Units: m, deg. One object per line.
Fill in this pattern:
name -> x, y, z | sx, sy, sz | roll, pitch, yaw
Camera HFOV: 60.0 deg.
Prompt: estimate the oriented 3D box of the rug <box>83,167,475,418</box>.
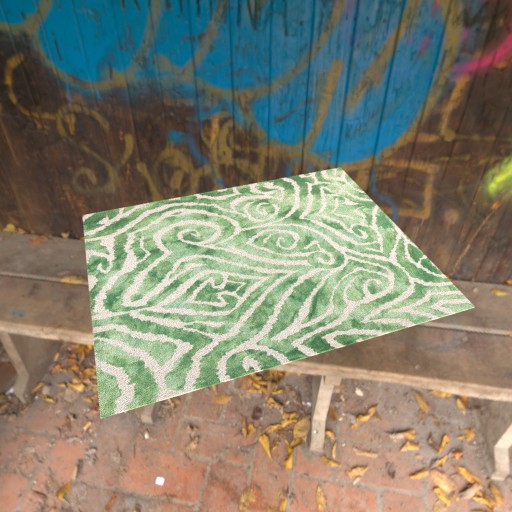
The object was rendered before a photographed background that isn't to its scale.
rug -> 0.000, 0.000, 4.208 | 3.045, 0.007, 2.436 | -13, 43, -14
